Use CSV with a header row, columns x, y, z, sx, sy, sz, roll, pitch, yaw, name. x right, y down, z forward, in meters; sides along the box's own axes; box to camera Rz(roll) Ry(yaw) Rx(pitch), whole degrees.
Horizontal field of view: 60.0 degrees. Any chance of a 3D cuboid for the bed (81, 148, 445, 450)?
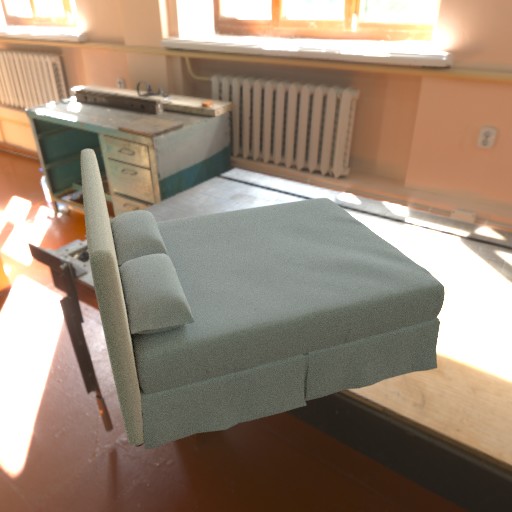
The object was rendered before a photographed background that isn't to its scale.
x,y,z,sx,sy,sz,roll,pitch,yaw,name
0.000,0.000,3.178,2.142,1.330,1.748,-10,31,-17,bed
